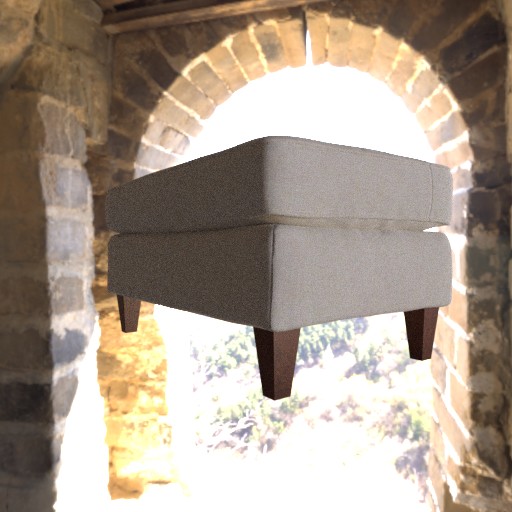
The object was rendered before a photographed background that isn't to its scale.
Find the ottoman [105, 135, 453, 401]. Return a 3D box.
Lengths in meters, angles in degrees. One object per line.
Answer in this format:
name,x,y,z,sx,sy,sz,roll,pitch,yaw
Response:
ottoman,0.000,0.000,1.220,0.583,0.484,0.862,-1,2,-36
